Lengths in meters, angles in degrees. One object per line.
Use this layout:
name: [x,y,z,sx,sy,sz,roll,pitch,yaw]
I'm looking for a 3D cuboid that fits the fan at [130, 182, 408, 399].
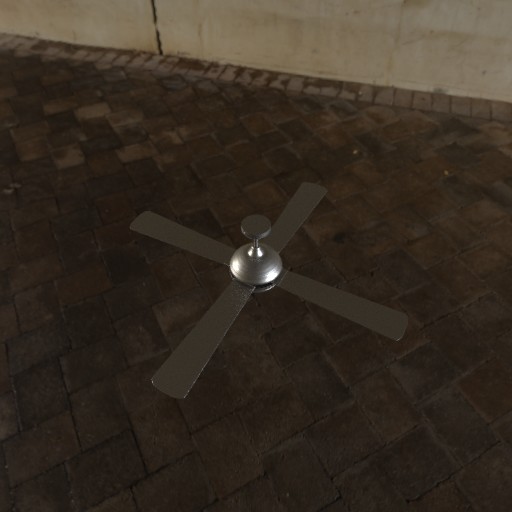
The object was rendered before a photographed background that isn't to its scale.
fan: [0.000,0.000,1.966,1.321,0.381,1.321,-32,55,-26]
